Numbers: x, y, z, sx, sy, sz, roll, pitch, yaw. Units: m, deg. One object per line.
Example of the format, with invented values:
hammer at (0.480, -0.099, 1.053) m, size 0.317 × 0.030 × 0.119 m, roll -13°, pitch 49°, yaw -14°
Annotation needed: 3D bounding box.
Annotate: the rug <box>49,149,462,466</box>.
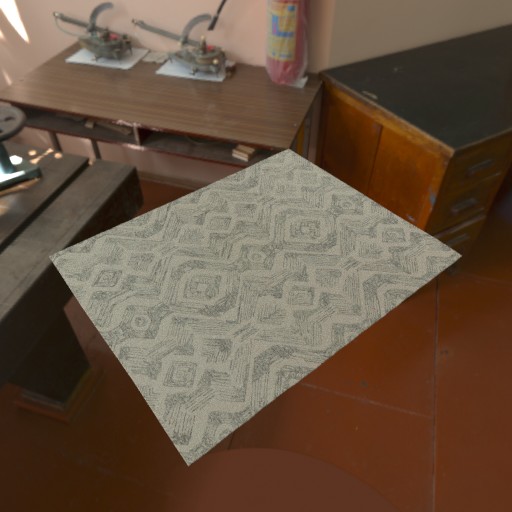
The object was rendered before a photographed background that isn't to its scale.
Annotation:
rug at (0.000, 0.000, 4.173) m, size 3.054 × 0.030 × 2.430 m, roll -29°, pitch 52°, yaw -26°
